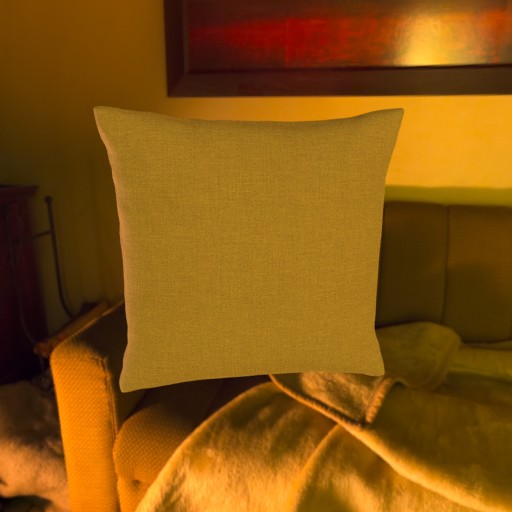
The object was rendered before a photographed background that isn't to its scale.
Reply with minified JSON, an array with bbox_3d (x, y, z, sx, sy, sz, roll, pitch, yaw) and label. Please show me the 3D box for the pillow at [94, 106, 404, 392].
[{"bbox_3d":[0.000,0.000,0.792,0.517,0.508,0.158,-2,14,-7],"label":"pillow"}]
